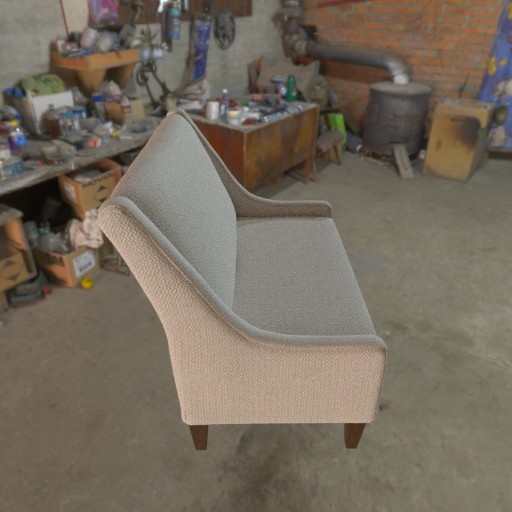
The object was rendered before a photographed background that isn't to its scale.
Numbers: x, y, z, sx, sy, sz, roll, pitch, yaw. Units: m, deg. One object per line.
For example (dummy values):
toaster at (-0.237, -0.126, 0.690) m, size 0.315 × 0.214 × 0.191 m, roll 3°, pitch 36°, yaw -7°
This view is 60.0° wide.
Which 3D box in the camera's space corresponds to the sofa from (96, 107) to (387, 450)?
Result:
sofa at (0.000, 0.000, 1.930) m, size 0.870 × 1.022 × 1.242 m, roll 0°, pitch 30°, yaw -1°
